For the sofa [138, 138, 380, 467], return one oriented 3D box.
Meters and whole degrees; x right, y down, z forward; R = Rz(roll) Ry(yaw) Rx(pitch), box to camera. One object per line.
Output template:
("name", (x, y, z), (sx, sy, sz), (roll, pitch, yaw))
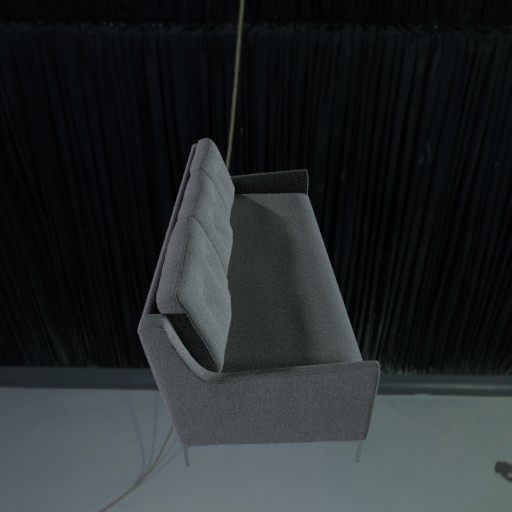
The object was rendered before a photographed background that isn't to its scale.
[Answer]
("sofa", (0.000, 0.000, 2.501), (0.849, 0.837, 2.060), (-1, 31, -2))
